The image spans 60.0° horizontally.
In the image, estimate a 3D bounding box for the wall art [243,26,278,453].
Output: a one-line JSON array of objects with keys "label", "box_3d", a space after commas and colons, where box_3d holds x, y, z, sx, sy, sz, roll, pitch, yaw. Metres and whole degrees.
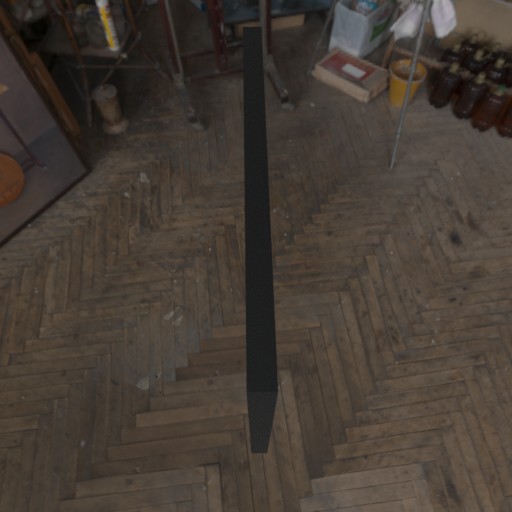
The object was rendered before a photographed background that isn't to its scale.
[{"label": "wall art", "box_3d": [0.000, 0.000, 0.744, 0.029, 0.457, 0.558, -1, 60, -1]}]
